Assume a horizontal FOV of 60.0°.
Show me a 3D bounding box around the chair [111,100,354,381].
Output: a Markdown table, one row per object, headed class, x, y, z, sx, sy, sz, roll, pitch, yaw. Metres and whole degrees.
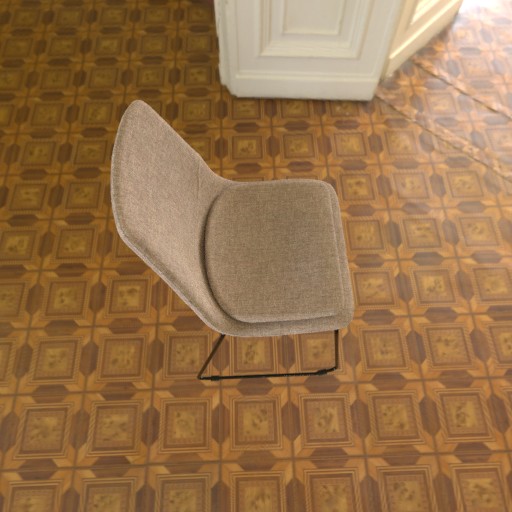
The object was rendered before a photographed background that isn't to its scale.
| class | x | y | z | sx | sy | sz | roll | pitch | yaw |
| --- | --- | --- | --- | --- | --- | --- | --- | --- | --- |
| chair | 0.000 | 0.000 | 1.174 | 0.518 | 0.858 | 0.479 | -2 | 64 | -1 |
